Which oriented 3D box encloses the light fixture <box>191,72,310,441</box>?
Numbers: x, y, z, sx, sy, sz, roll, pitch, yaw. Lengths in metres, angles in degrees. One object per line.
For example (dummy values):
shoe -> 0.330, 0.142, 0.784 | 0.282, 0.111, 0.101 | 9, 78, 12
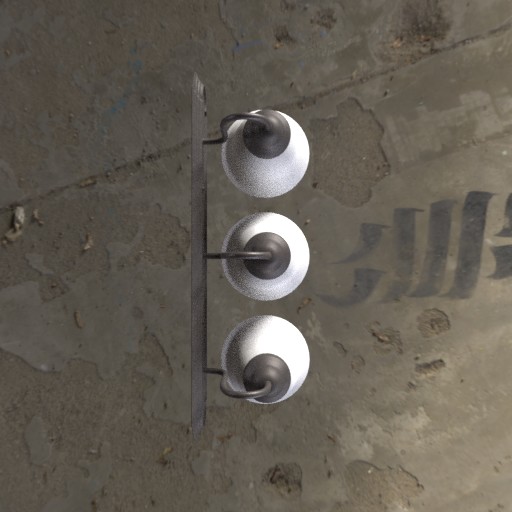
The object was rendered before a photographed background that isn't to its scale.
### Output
light fixture -> 0.000, 0.000, 0.716 | 0.199, 0.222, 0.610 | 0, 90, 0
